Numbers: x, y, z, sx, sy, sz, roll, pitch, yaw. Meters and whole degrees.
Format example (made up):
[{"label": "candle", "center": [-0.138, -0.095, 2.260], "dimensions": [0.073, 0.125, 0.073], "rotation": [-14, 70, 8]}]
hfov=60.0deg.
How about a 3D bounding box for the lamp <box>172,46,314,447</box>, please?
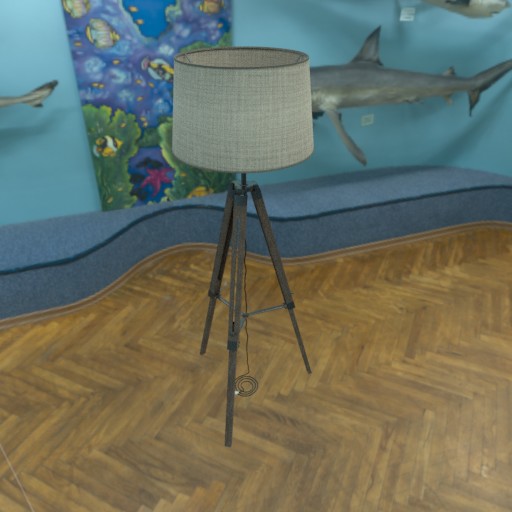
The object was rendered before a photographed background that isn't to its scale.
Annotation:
[{"label": "lamp", "center": [0.000, 0.000, 1.809], "dimensions": [0.587, 1.510, 0.604], "rotation": [-10, 34, -15]}]
